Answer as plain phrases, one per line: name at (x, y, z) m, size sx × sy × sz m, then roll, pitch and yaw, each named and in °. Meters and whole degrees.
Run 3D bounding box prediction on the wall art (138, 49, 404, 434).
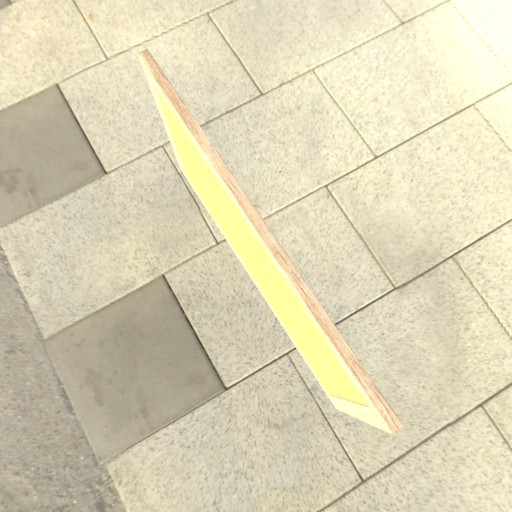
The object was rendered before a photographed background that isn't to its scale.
wall art at (0.000, 0.000, 0.967) m, size 0.021 × 0.480 × 0.780 m, roll -32°, pitch 78°, yaw -8°
